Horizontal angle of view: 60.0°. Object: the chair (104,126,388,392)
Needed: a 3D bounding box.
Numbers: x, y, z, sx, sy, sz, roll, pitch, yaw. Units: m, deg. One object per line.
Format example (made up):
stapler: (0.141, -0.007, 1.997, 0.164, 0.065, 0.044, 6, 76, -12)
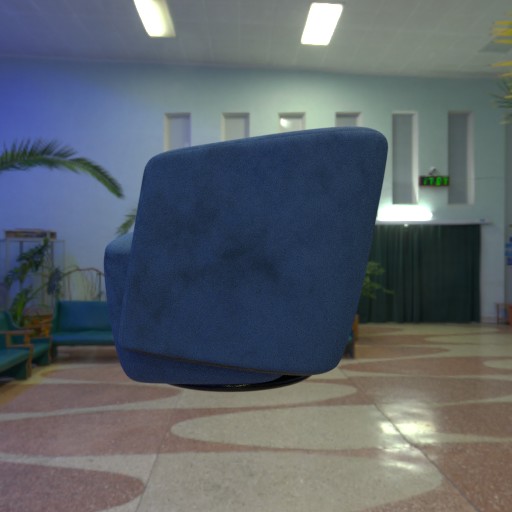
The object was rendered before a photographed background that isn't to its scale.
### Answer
chair: (0.000, 0.000, 1.376, 0.767, 0.698, 0.773, 0, 0, 1)
